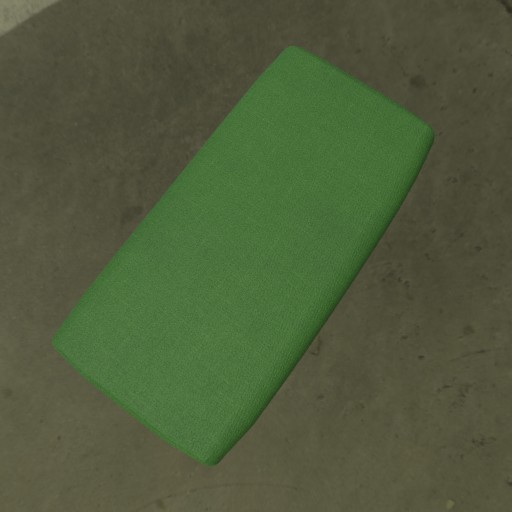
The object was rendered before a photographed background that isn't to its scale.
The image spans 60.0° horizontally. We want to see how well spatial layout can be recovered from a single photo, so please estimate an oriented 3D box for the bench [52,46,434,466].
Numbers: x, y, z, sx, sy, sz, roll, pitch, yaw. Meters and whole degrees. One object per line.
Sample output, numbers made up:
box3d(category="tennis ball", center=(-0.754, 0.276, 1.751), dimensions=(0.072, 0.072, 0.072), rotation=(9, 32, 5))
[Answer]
box3d(category="bench", center=(0.000, 0.000, 1.270), dimensions=(0.505, 0.501, 0.989), rotation=(34, 79, 8))
